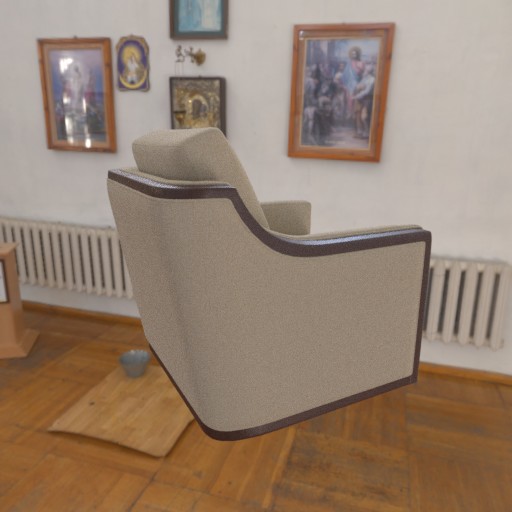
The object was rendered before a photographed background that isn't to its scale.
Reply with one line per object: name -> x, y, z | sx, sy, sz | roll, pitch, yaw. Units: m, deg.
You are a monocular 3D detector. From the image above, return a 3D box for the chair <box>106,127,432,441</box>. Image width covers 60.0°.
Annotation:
chair -> 0.000, 0.000, 1.690 | 0.950, 0.930, 0.870 | -8, 17, -27
